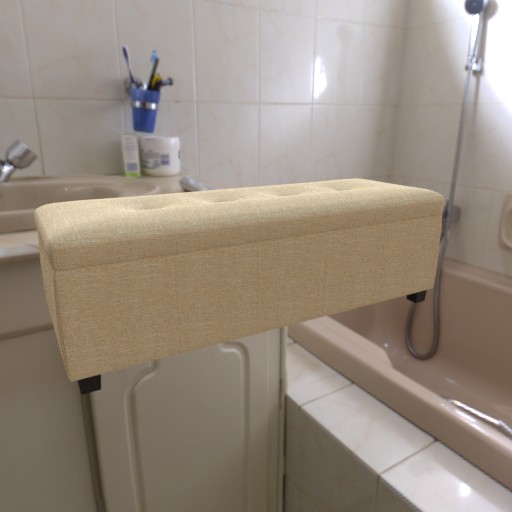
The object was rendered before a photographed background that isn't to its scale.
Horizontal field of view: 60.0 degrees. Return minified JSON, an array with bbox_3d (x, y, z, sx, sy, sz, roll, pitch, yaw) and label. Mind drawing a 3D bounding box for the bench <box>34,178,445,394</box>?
[{"bbox_3d":[0.000,0.000,1.417,1.219,0.406,0.432,-9,19,-28],"label":"bench"}]
